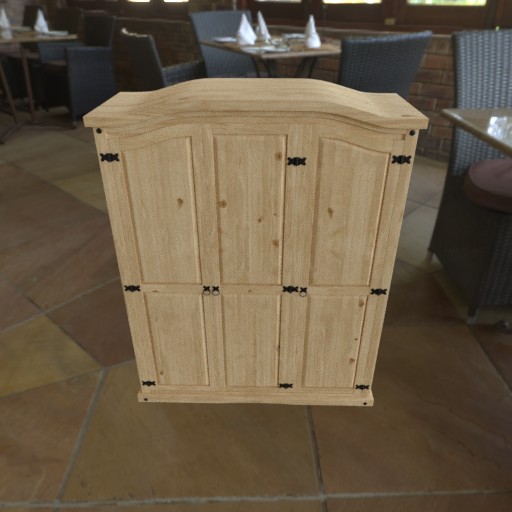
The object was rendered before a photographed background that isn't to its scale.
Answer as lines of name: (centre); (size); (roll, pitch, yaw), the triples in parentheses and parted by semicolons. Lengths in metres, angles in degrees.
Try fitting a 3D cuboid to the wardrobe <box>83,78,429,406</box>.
wardrobe: (0.000, 0.000, 2.600); (1.500, 1.870, 0.570); (1, 31, 1)
